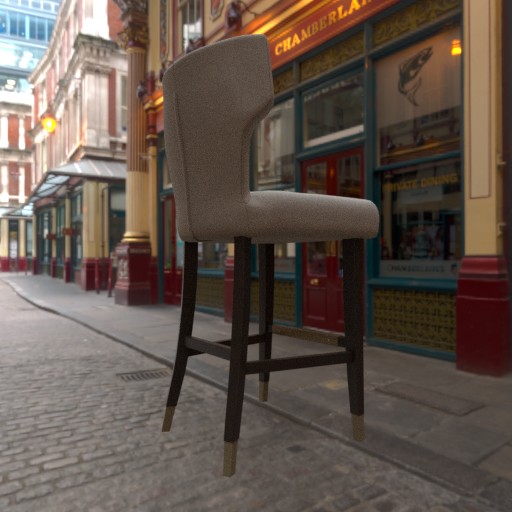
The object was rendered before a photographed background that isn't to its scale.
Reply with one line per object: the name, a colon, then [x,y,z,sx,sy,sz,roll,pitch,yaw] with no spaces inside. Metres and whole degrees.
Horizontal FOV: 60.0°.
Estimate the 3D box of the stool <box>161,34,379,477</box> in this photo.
stool: [0.000,0.000,1.377,0.563,1.092,0.526,1,-1,-37]
